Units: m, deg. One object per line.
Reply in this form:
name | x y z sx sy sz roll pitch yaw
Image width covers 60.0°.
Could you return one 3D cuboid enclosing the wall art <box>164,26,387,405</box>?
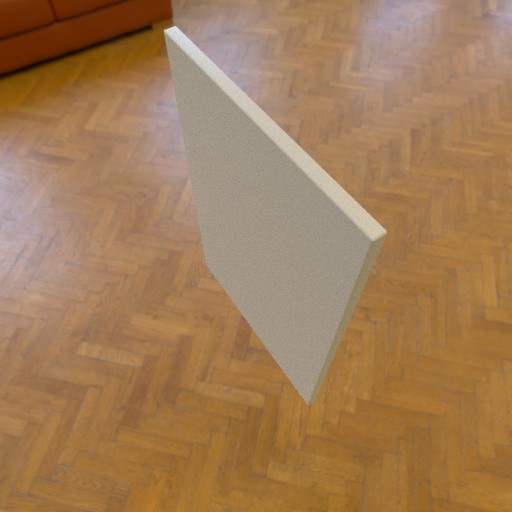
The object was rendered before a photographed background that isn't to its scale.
wall art | 0.000 0.000 1.020 0.026 0.813 0.556 -30 62 -18
